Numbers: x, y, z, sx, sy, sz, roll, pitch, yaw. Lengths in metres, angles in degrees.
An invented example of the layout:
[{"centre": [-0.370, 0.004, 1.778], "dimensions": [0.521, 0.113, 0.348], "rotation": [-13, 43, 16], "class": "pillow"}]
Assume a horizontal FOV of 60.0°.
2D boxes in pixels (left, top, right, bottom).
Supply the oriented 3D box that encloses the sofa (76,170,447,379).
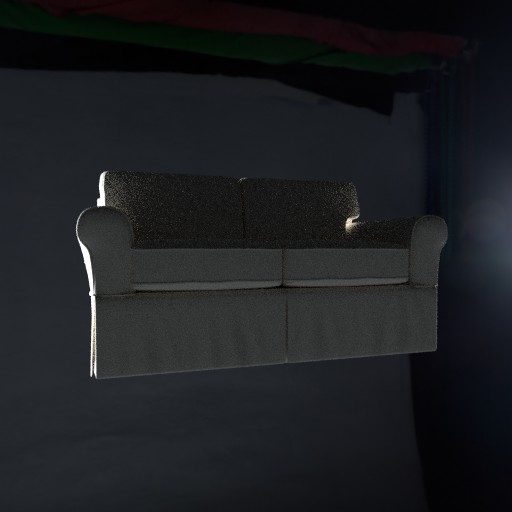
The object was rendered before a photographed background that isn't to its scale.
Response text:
[{"centre": [0.000, 0.000, 2.385], "dimensions": [1.727, 0.940, 0.991], "rotation": [0, 1, -18], "class": "sofa"}]
